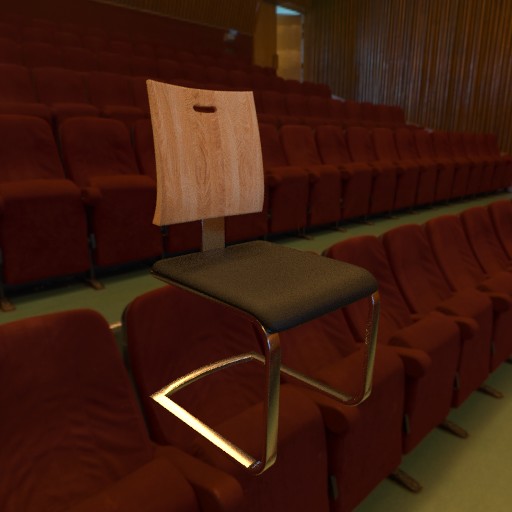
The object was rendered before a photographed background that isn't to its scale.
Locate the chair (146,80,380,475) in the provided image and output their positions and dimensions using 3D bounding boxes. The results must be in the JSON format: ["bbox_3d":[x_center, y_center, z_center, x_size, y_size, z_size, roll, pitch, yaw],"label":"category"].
[{"bbox_3d":[0.000,0.000,1.249,0.462,0.936,0.560,-13,19,-43],"label":"chair"}]
